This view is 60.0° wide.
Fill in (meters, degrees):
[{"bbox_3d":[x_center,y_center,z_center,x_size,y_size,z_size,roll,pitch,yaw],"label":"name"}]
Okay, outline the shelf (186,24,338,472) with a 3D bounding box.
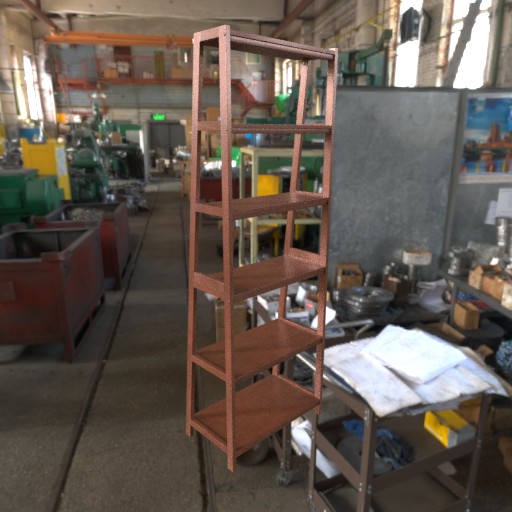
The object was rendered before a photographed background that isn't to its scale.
[{"bbox_3d":[0.000,0.000,2.163,0.660,1.892,0.382,-14,21,-41],"label":"shelf"}]
